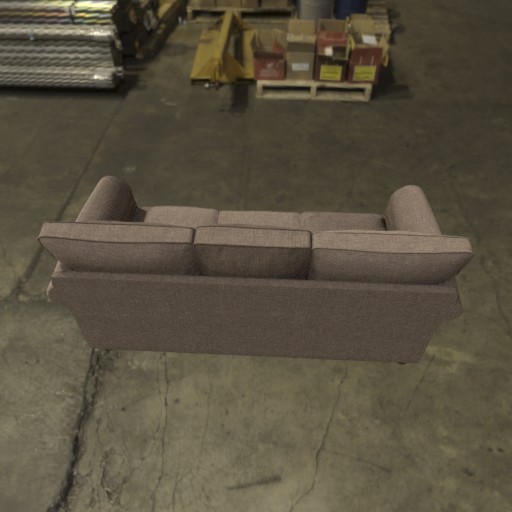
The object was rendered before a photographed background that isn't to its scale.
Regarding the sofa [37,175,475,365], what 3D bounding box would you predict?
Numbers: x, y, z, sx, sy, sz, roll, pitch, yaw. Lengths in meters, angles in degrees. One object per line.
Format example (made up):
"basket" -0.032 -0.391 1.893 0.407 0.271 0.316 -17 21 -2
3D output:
"sofa" 0.000 0.000 2.596 2.084 0.961 0.916 2 47 2
